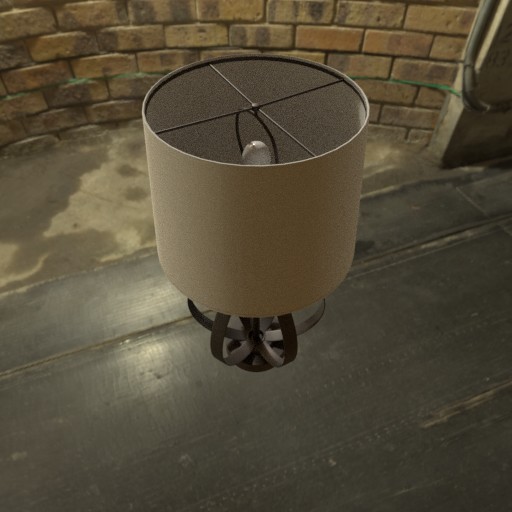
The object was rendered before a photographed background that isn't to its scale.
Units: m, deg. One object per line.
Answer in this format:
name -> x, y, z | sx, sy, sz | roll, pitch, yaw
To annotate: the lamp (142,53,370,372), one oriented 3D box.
lamp -> 0.000, 0.000, 0.682 | 0.286, 0.510, 0.286 | 0, 47, 0
